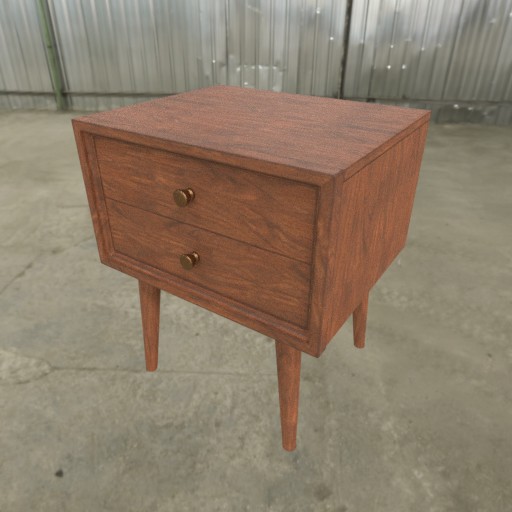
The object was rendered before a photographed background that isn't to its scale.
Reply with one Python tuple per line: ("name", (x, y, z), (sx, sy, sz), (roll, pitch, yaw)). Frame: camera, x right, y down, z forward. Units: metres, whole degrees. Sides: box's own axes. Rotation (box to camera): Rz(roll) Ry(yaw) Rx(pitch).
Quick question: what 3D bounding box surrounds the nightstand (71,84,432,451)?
("nightstand", (0.000, 0.000, 0.976), (0.521, 0.607, 0.445), (19, 35, 29))
